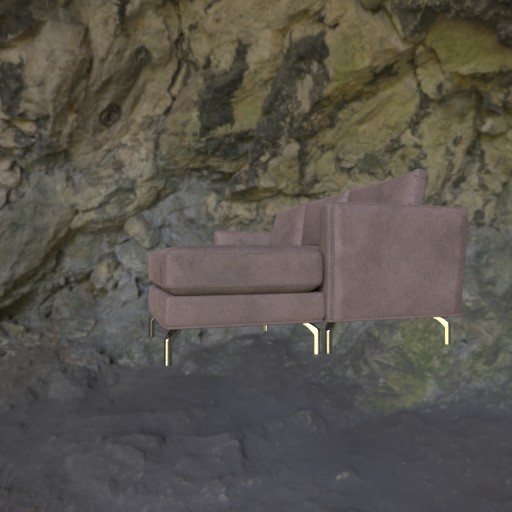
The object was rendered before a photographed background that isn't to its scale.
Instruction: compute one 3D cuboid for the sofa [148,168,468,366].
[{"bbox_3d":[0.000,0.000,3.282,1.622,0.987,2.438,0,0,-19],"label":"sofa"}]
